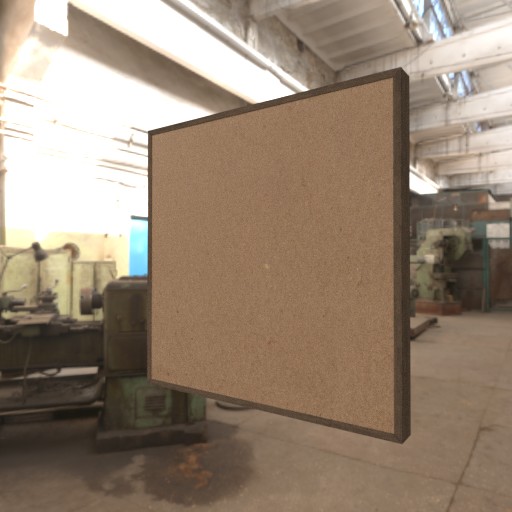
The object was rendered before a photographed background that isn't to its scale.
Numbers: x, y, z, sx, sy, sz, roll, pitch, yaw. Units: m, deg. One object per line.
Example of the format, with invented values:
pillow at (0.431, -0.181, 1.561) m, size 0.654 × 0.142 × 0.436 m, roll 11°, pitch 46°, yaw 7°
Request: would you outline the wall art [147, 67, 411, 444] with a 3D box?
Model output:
wall art at (0.000, 0.000, 0.759) m, size 0.508 × 0.508 × 0.038 m, roll 0°, pitch -1°, yaw 35°
